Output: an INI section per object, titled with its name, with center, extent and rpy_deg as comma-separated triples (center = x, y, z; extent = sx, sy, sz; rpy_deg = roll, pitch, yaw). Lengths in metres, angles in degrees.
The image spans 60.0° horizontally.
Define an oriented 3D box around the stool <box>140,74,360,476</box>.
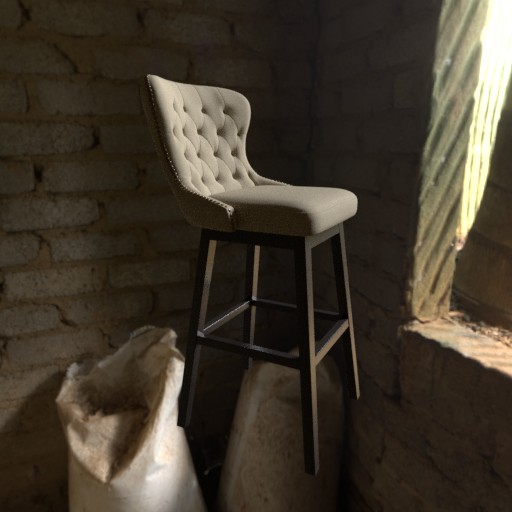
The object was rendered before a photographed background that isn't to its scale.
[stool]
center = 0.000, 0.000, 1.403
extent = 0.605, 1.066, 0.528
rpy_deg = 8, 16, 27
